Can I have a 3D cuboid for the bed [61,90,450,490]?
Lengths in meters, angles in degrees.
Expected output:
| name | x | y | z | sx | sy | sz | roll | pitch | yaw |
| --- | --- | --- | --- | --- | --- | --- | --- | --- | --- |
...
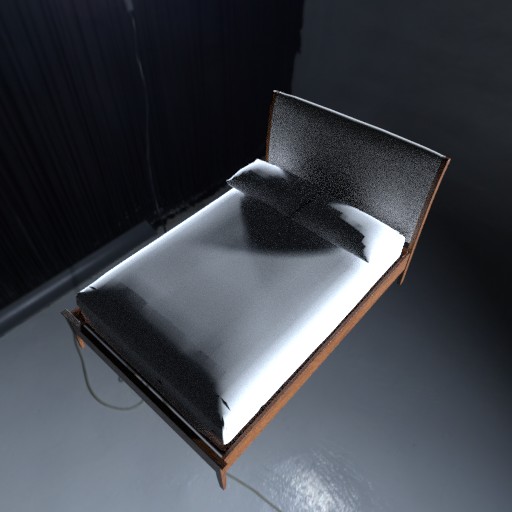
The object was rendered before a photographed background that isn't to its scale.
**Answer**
| name | x | y | z | sx | sy | sz | roll | pitch | yaw |
| --- | --- | --- | --- | --- | --- | --- | --- | --- | --- |
| bed | 0.000 | 0.000 | 3.259 | 1.612 | 1.250 | 2.380 | 32 | 54 | 27 |
